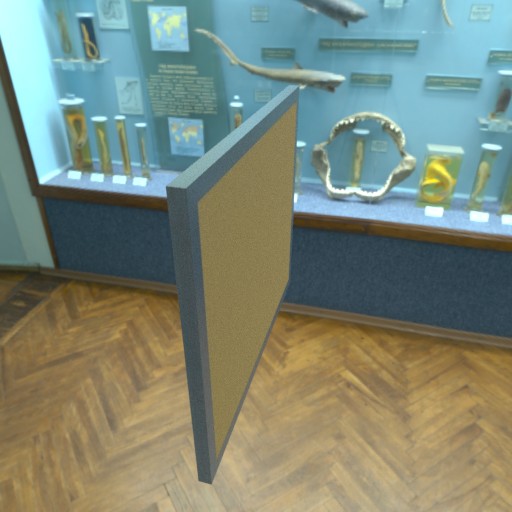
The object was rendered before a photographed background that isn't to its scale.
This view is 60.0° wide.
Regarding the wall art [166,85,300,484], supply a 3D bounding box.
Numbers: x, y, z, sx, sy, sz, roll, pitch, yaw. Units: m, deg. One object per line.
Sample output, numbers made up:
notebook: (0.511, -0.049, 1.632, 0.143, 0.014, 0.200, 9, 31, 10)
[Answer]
wall art: (0.000, 0.000, 0.915, 0.026, 0.558, 0.660, 8, 32, 14)
